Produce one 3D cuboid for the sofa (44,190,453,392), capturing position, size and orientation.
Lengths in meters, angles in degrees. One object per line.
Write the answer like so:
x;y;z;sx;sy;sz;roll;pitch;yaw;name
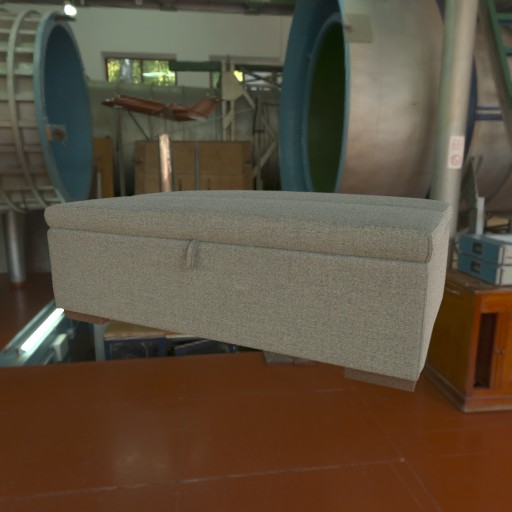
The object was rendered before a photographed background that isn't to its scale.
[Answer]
0.000;0.000;1.604;1.250;0.434;0.817;6;13;26;sofa
